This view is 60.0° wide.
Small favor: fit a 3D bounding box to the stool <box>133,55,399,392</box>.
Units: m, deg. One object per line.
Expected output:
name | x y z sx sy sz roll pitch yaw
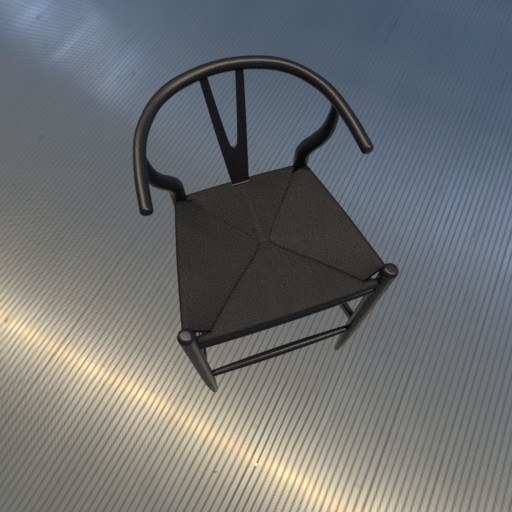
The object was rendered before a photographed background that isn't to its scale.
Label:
stool | 0.000 0.000 1.428 0.569 1.072 0.579 -17 66 -8
